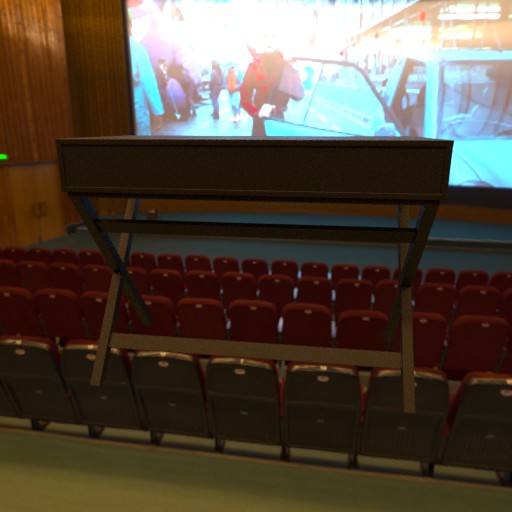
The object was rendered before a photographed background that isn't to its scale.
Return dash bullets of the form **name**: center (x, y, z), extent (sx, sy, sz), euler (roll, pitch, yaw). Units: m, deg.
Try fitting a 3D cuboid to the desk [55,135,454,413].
- **desk**: center (0.000, 0.000, 1.509), extent (1.057, 0.780, 0.504), euler (2, 16, 8)
